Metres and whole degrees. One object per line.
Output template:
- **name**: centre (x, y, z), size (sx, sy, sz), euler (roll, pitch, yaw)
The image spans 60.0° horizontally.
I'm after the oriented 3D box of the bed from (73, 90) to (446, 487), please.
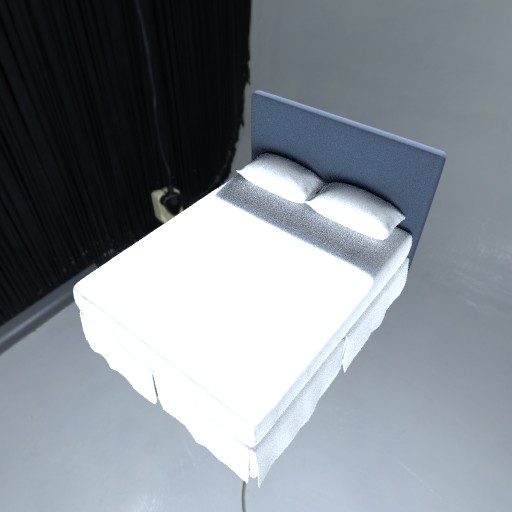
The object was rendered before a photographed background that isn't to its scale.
- **bed**: centre (0.000, 0.000, 3.190), size (1.713, 1.330, 2.162), euler (29, 50, 27)
